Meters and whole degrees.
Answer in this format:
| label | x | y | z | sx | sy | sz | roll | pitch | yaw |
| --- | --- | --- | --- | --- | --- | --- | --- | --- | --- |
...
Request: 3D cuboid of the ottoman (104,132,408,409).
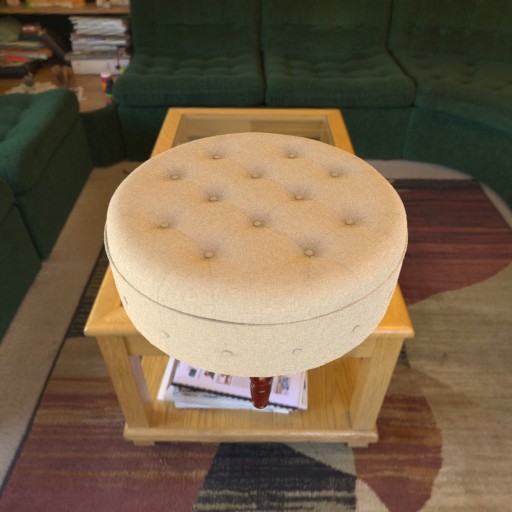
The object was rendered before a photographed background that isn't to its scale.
| label | x | y | z | sx | sy | sz | roll | pitch | yaw |
| --- | --- | --- | --- | --- | --- | --- | --- | --- | --- |
| ottoman | 0.000 | 0.000 | 1.386 | 0.849 | 0.478 | 0.849 | 0 | 41 | 0 |
